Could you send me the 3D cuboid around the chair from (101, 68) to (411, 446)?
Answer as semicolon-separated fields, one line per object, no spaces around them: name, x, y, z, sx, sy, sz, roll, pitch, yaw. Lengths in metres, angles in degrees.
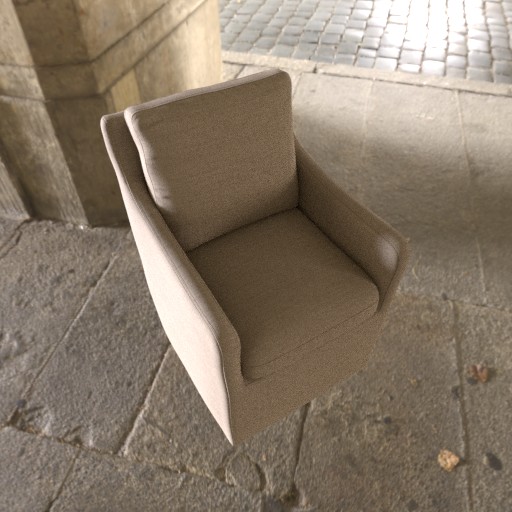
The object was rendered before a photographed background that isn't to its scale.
chair;0.000;0.000;1.392;0.626;0.914;0.694;-24;51;-21
